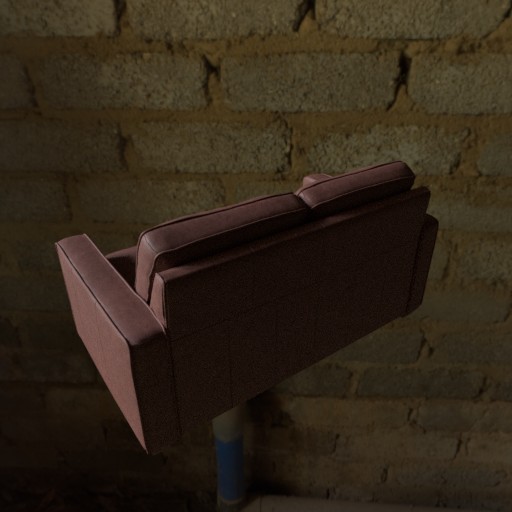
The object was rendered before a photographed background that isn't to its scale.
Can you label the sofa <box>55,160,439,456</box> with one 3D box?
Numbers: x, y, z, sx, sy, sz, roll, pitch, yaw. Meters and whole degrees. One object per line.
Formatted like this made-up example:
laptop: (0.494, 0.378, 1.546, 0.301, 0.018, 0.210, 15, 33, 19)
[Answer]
sofa: (0.000, 0.000, 2.259, 1.709, 0.918, 0.947, -19, 35, -30)
